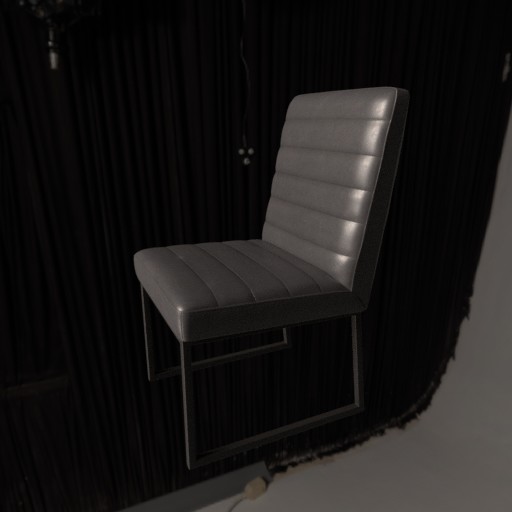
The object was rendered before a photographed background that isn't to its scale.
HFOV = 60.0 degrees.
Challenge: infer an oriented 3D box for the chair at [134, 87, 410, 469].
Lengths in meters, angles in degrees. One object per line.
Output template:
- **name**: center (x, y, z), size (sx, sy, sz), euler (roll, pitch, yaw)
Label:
- **chair**: center (0.000, 0.000, 1.312), size (0.634, 0.930, 0.520), euler (-8, 19, -24)
